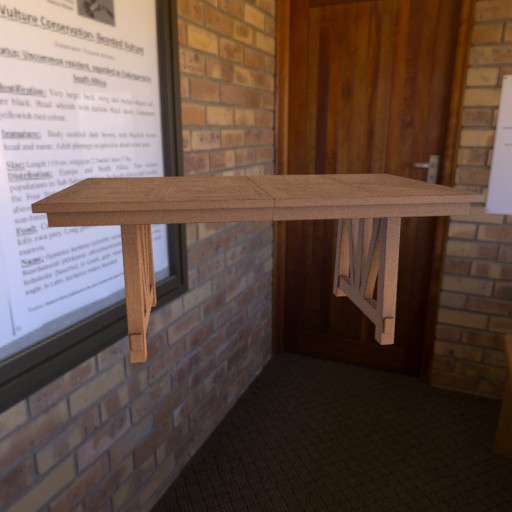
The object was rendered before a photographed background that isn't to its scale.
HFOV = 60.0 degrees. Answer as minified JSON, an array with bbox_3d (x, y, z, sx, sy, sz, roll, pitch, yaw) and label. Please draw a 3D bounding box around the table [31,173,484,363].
[{"bbox_3d":[0.000,0.000,2.406,1.881,0.768,1.016,-2,16,-8],"label":"table"}]
